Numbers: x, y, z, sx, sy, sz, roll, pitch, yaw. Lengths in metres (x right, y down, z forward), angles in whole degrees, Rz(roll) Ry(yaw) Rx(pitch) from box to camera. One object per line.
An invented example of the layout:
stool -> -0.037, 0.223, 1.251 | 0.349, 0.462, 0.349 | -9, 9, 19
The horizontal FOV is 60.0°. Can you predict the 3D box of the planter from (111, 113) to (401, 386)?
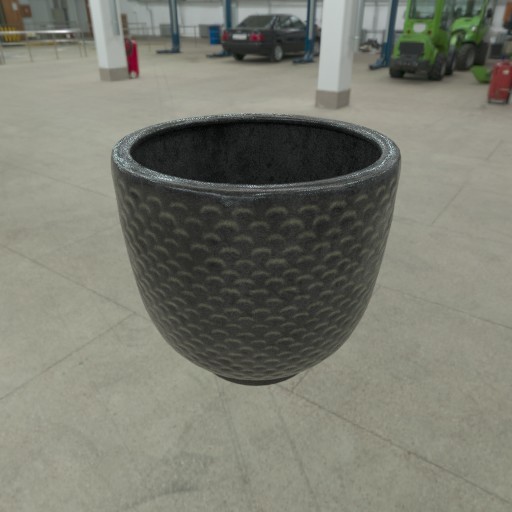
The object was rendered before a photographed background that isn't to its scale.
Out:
planter -> 0.000, 0.000, 0.308 | 0.172, 0.160, 0.172 | 0, 29, 0
